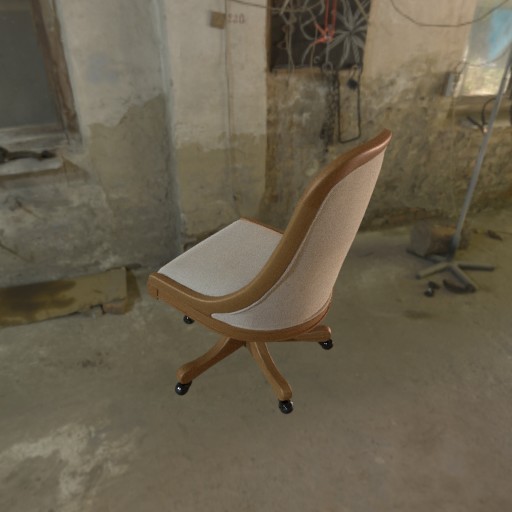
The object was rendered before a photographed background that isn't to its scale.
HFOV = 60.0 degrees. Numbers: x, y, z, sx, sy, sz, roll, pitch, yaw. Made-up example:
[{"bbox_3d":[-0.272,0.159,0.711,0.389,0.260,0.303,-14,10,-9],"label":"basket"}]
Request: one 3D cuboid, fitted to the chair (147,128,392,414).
[{"bbox_3d":[0.000,0.000,1.621,0.811,1.009,0.702,20,37,29],"label":"chair"}]
